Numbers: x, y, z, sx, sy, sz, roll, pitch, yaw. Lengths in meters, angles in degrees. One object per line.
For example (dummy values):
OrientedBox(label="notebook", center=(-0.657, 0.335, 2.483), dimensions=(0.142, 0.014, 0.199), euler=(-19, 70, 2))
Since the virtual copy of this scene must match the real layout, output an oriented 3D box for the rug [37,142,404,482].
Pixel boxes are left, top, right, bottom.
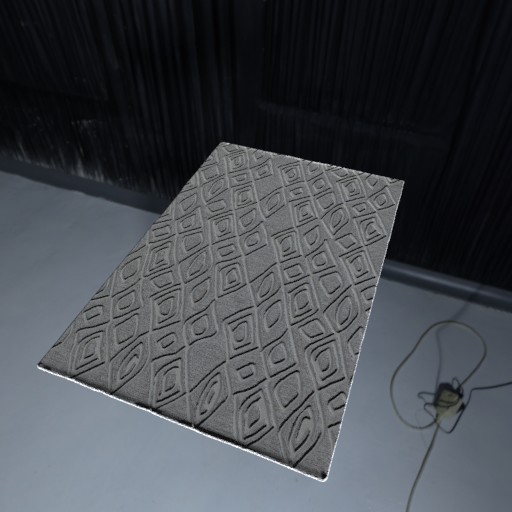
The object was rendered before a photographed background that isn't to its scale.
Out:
OrientedBox(label="rug", center=(0.000, 0.000, 2.250), dimensions=(1.224, 0.016, 1.832), euler=(16, 48, 15))
